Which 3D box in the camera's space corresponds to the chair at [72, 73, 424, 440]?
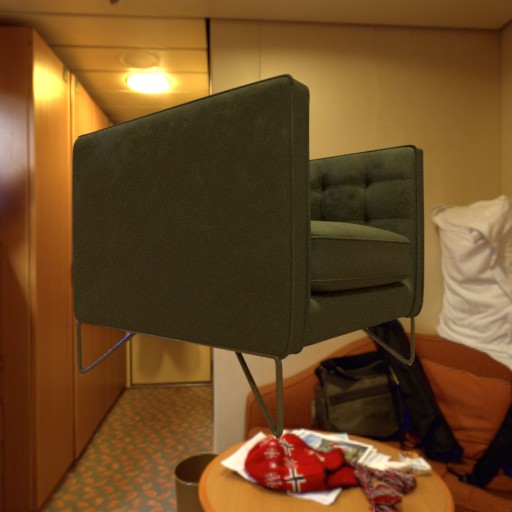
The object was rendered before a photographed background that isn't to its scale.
[{"bbox_3d":[0.000,0.000,1.521,0.894,0.790,0.880,0,0,38],"label":"chair"}]
